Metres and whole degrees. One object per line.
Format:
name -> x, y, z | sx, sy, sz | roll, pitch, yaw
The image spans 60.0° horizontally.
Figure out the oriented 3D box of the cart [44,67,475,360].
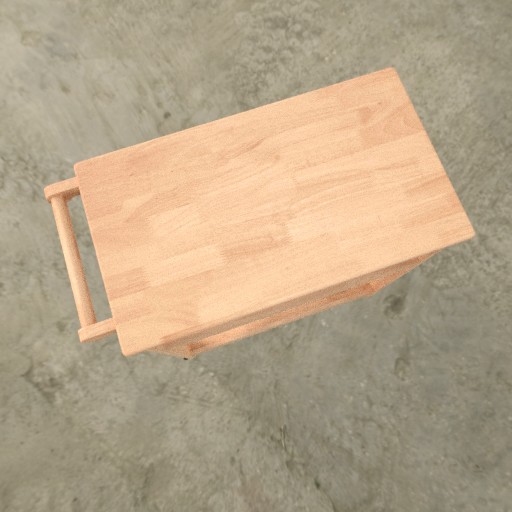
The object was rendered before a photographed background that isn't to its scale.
cart -> 0.000, 0.000, 1.355 | 0.853, 0.879, 0.432 | -18, 76, -5
